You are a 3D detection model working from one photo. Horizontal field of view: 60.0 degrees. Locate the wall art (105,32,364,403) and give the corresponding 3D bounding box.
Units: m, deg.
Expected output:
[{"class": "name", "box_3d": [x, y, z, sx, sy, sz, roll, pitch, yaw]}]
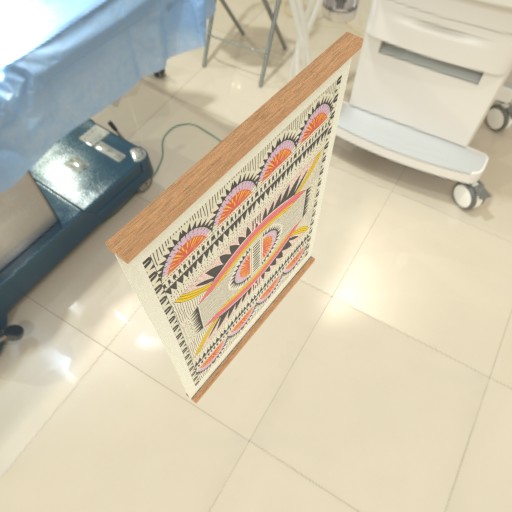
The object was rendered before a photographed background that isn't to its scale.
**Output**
[{"class": "wall art", "box_3d": [0.000, 0.000, 0.791, 0.028, 0.609, 0.456, 34, 64, 19]}]
